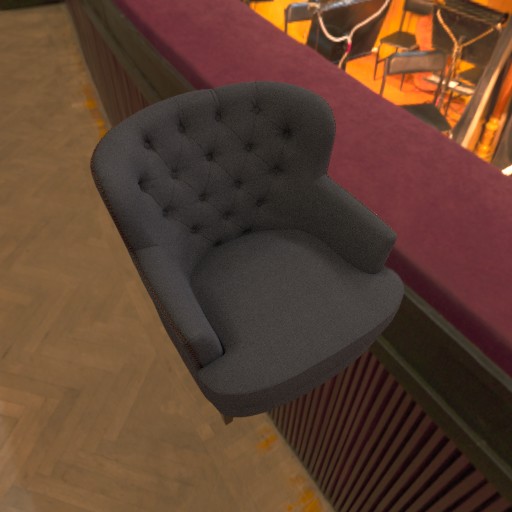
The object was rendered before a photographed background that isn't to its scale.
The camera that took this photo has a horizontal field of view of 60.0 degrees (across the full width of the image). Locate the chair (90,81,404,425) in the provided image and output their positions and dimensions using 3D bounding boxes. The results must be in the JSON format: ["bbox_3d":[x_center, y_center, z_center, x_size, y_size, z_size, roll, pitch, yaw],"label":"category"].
[{"bbox_3d":[0.000,0.000,1.581,0.848,0.868,0.906,-25,52,-21],"label":"chair"}]
